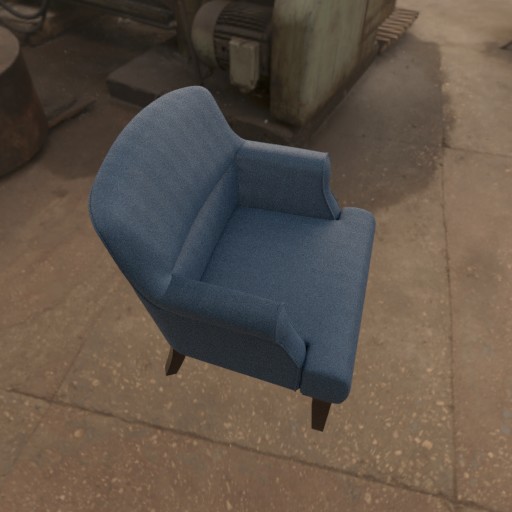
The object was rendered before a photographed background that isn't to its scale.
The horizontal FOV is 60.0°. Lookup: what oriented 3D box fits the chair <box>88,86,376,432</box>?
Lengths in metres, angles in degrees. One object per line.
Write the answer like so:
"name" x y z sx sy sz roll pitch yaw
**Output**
"chair" 0.000 0.000 1.476 0.754 0.878 0.770 12 49 11
